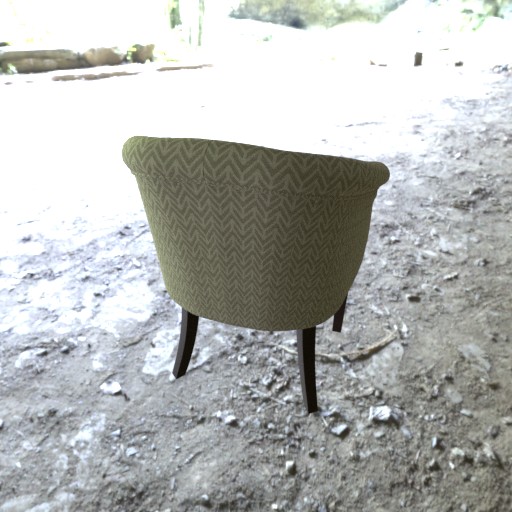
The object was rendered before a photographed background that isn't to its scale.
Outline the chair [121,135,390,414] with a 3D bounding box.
[{"bbox_3d":[0.000,0.000,1.329,0.686,0.858,0.613,10,33,15],"label":"chair"}]
